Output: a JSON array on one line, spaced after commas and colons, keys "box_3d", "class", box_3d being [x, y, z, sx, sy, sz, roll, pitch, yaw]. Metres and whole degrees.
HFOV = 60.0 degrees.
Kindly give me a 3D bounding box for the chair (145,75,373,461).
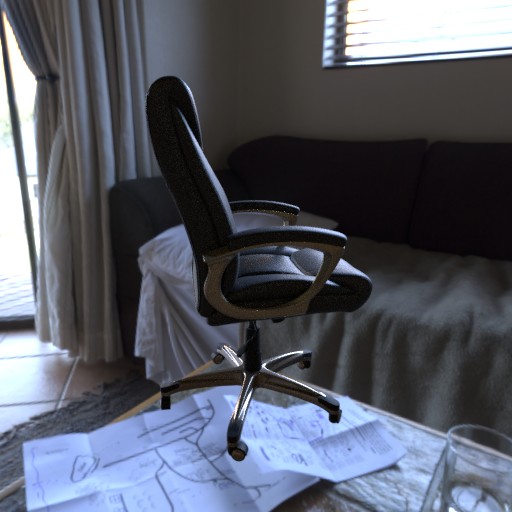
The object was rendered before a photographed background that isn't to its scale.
[{"box_3d": [0.000, 0.000, 1.620, 0.748, 1.188, 0.694, -3, 15, -9], "class": "chair"}]
